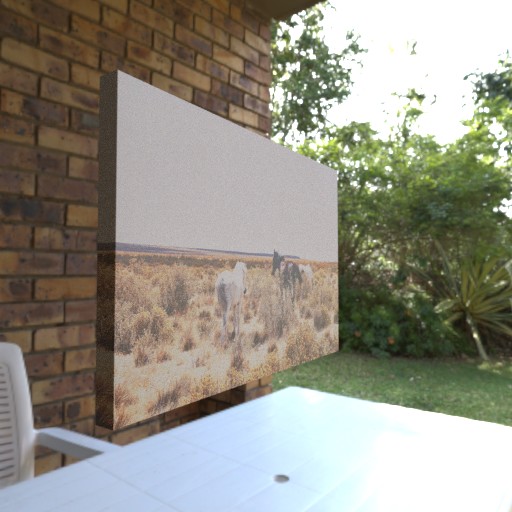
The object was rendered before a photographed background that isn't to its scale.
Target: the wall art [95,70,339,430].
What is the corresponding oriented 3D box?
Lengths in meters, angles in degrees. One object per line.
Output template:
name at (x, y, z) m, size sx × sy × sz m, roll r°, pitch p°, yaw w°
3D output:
wall art at (0.000, 0.000, 1.138) m, size 0.050 × 0.610 × 0.914 m, roll -1°, pitch -3°, yaw 34°
